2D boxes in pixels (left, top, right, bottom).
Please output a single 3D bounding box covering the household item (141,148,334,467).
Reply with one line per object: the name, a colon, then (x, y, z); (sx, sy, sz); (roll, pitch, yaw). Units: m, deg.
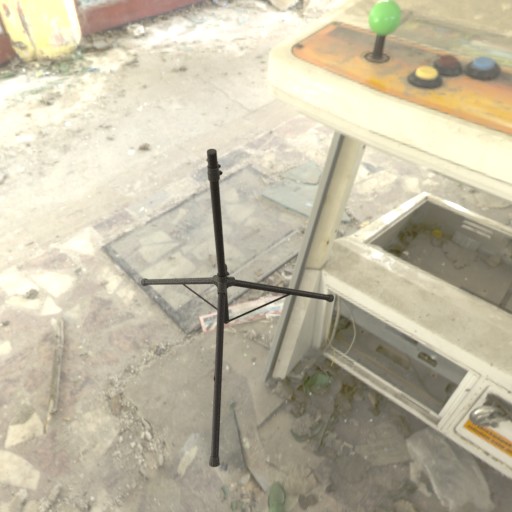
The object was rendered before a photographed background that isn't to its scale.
household item: (0.000, 0.000, 2.711); (1.339, 1.595, 1.596); (-18, 49, -16)
